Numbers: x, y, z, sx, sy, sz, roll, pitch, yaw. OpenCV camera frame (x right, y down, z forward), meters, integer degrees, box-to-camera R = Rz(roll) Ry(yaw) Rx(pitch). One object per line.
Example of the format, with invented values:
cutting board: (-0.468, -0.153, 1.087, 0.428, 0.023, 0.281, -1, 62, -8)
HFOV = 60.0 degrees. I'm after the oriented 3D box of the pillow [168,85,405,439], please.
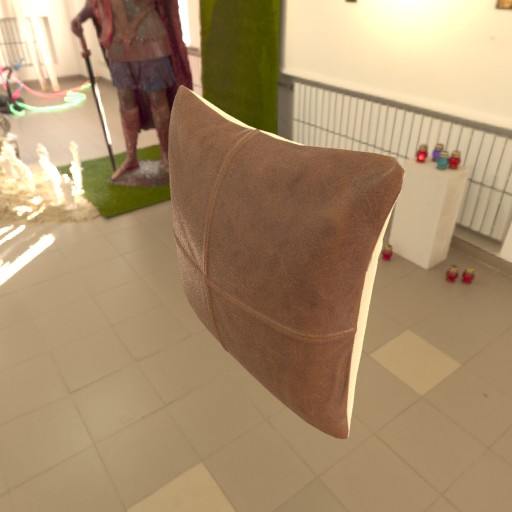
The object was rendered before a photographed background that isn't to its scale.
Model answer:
pillow: (0.000, 0.000, 0.731, 0.192, 0.470, 0.484, -22, 39, -30)
